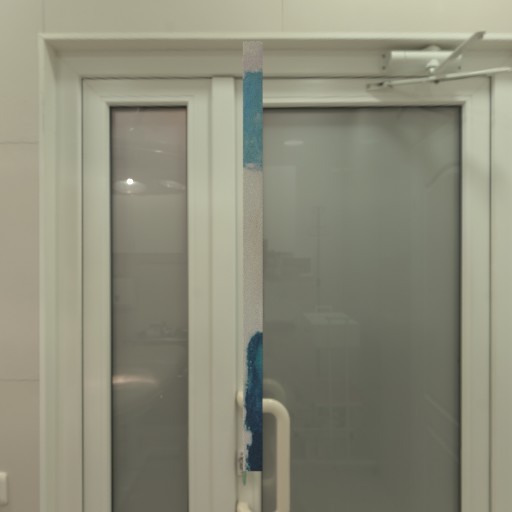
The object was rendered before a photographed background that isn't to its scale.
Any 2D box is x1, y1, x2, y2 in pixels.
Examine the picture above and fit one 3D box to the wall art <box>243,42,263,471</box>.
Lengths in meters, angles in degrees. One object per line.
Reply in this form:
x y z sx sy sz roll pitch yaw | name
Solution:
0.000 0.000 1.244 0.037 0.814 0.814 0 0 1 | wall art
